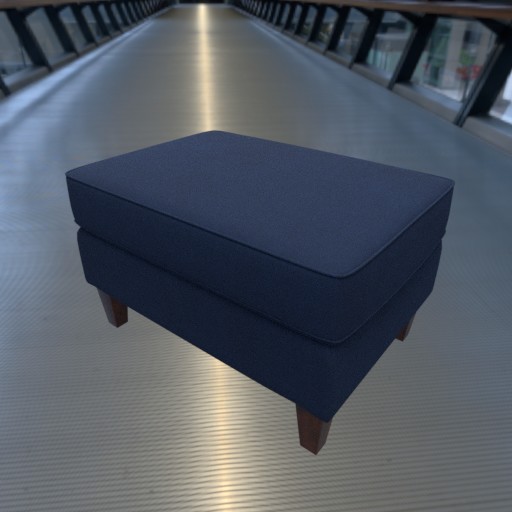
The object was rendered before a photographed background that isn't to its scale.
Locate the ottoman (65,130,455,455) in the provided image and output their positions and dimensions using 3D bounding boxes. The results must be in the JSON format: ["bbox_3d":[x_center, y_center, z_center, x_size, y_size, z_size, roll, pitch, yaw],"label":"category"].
[{"bbox_3d":[0.000,0.000,1.400,0.965,0.584,0.686,21,36,33],"label":"ottoman"}]
